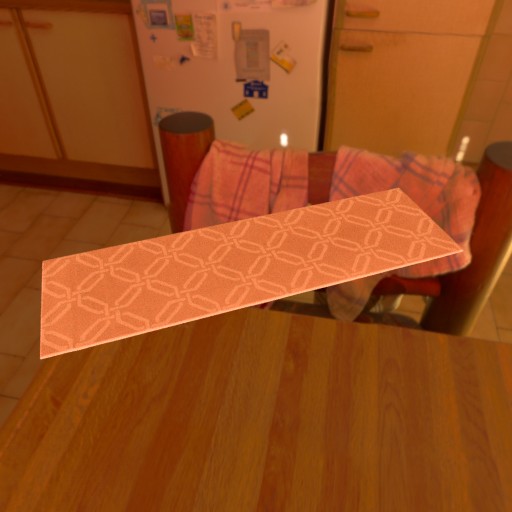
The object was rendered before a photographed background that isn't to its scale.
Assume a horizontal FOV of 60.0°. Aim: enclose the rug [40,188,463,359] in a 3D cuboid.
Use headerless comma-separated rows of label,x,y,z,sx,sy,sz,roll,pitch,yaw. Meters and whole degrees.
rug,0.000,0.000,2.497,2.276,0.014,0.678,-13,44,-14
